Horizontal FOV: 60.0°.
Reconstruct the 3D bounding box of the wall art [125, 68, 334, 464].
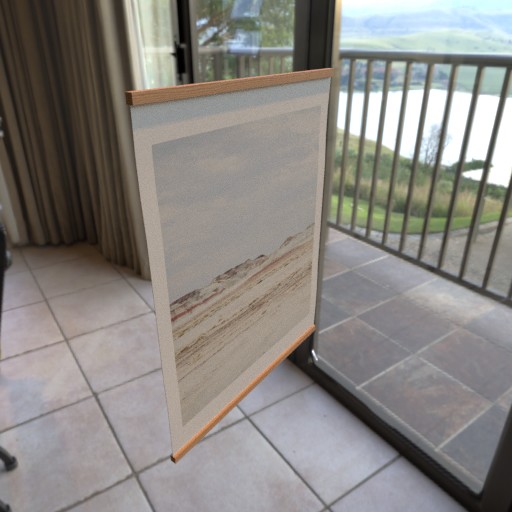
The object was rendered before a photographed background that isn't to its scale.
[{"bbox_3d":[0.000,0.000,0.675,0.010,0.507,0.404,18,32,32],"label":"wall art"}]
